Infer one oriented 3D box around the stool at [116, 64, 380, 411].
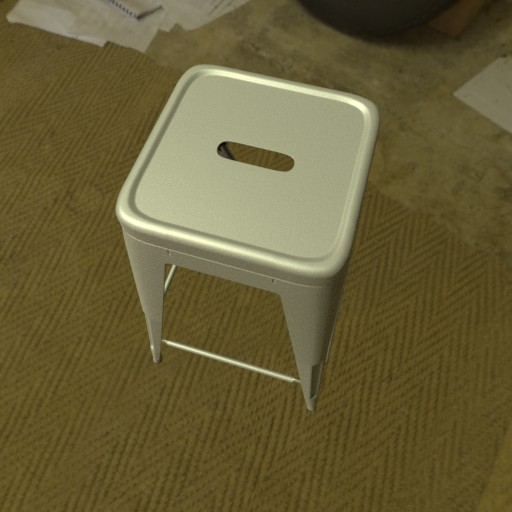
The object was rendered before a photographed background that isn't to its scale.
[{"bbox_3d":[0.000,0.000,0.867,0.406,0.610,0.406,15,64,7],"label":"stool"}]
